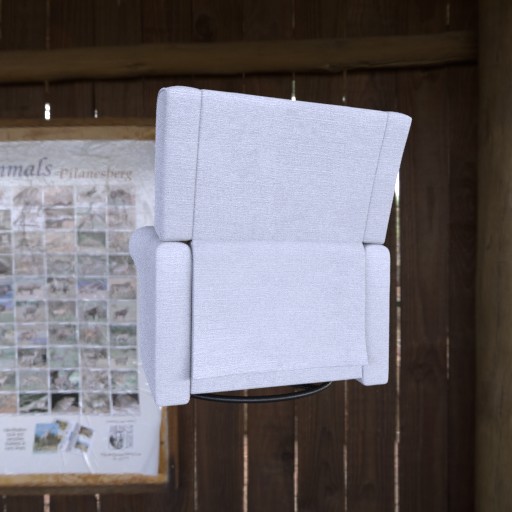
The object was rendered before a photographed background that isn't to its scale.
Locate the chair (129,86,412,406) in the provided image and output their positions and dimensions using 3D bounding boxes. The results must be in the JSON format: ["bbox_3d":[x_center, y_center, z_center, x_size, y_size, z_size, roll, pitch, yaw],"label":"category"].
[{"bbox_3d":[0.000,0.000,1.688,0.906,0.966,0.854,0,-1,-18],"label":"chair"}]
